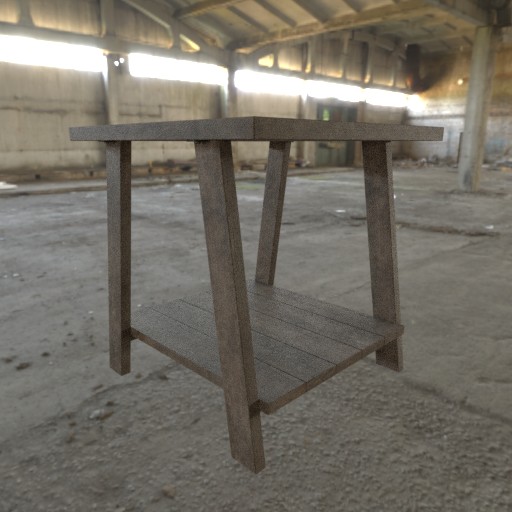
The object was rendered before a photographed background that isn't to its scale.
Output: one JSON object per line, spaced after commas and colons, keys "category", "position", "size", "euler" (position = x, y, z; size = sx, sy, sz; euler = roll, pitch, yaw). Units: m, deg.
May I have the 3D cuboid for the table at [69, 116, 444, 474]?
{"category": "table", "position": [0.000, 0.000, 1.092], "size": [0.610, 0.610, 0.610], "euler": [-14, 20, -43]}
